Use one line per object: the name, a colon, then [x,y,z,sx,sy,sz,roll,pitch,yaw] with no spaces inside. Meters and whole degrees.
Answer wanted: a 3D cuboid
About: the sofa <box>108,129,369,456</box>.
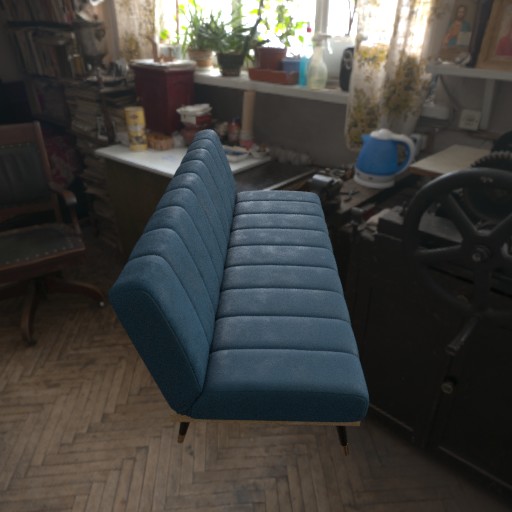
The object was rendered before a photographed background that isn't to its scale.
sofa: [0.000,0.000,2.252,0.830,0.825,1.810,1,30,1]
